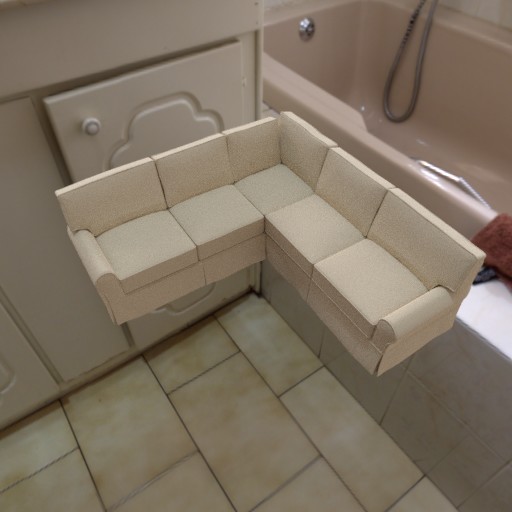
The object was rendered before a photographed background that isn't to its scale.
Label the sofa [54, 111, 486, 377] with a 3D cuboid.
[{"bbox_3d":[0.000,0.000,3.867,2.591,1.070,2.597,-25,51,-22],"label":"sofa"}]
